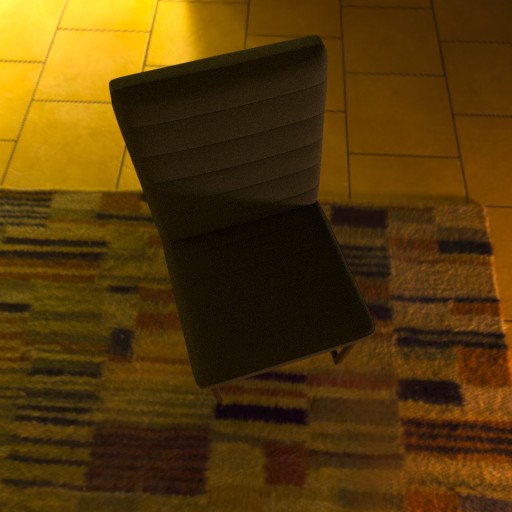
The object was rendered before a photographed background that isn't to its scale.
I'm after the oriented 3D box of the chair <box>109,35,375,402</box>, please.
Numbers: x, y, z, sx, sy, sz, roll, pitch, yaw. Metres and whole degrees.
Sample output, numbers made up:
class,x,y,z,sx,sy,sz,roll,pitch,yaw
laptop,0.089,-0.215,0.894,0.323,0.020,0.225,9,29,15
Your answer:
class,x,y,z,sx,sy,sz,roll,pitch,yaw
chair,0.000,0.000,1.298,0.520,0.930,0.634,-16,66,-7
